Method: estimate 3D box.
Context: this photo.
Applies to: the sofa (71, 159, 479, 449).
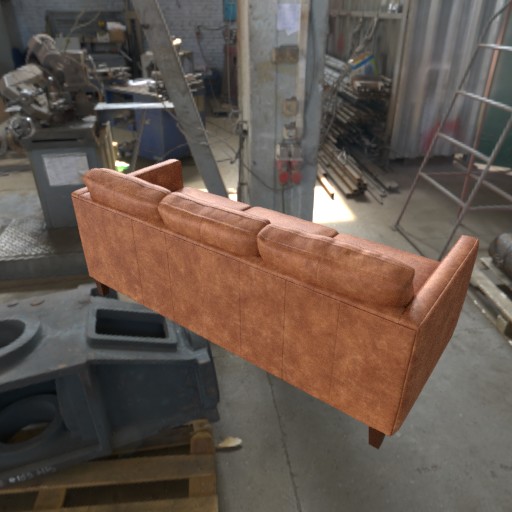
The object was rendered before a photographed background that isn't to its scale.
[{"bbox_3d":[0.000,0.000,2.930,2.464,1.006,1.045,20,35,32],"label":"sofa"}]
